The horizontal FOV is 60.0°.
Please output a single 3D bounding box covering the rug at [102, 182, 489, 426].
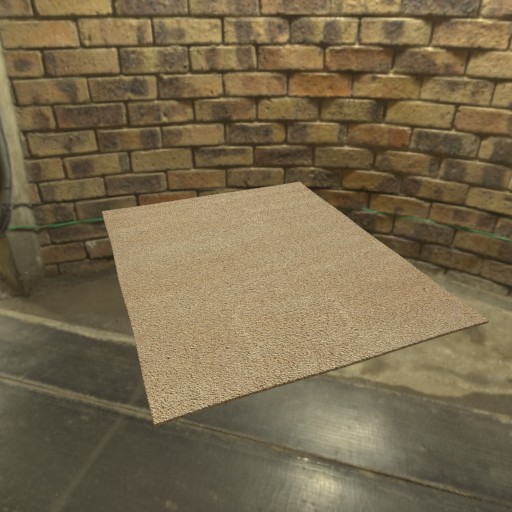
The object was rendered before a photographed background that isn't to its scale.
[{"bbox_3d":[0.000,0.000,4.000,2.400,0.025,3.000,-11,32,-19],"label":"rug"}]
